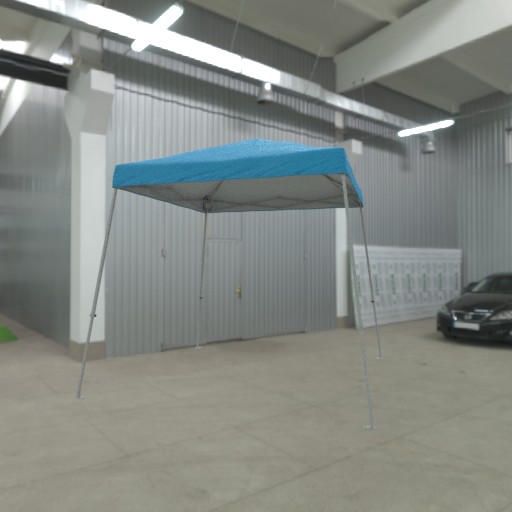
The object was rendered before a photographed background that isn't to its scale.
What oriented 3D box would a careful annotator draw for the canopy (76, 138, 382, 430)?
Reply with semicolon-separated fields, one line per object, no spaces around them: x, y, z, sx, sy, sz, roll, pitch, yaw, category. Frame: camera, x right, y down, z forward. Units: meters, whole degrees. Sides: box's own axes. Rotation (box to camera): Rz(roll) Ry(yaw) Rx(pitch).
0.000;0.000;5.342;2.849;2.850;2.850;0;-1;17;canopy
